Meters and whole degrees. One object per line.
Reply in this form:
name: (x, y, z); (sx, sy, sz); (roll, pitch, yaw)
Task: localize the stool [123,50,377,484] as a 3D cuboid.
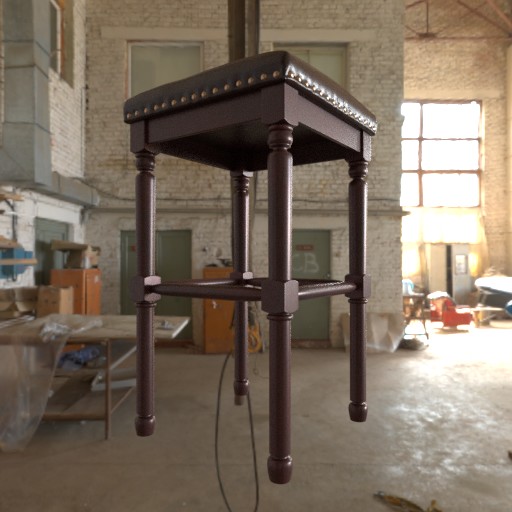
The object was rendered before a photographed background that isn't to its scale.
stool: (0.000, 0.000, 0.916); (0.382, 0.702, 0.383); (0, 0, 35)
